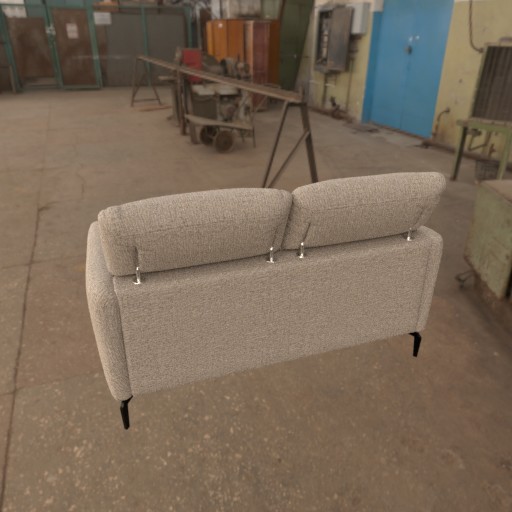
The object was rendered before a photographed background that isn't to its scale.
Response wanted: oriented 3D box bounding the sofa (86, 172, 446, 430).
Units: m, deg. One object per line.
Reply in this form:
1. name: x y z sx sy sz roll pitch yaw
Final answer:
1. sofa: 0.000 0.000 2.146 1.540 0.950 0.905 -9 28 -17
